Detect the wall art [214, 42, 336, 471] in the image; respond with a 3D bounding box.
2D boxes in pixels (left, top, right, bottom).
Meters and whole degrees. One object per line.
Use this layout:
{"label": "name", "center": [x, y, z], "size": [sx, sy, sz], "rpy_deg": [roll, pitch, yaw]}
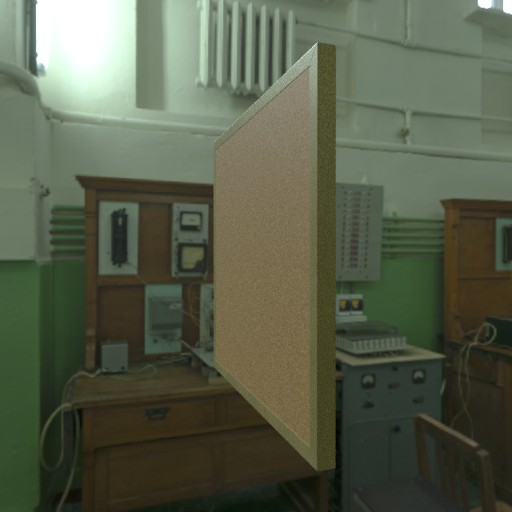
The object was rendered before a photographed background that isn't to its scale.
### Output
{"label": "wall art", "center": [0.000, 0.000, 1.152], "size": [0.037, 0.763, 0.763], "rpy_deg": [0, 0, -19]}
